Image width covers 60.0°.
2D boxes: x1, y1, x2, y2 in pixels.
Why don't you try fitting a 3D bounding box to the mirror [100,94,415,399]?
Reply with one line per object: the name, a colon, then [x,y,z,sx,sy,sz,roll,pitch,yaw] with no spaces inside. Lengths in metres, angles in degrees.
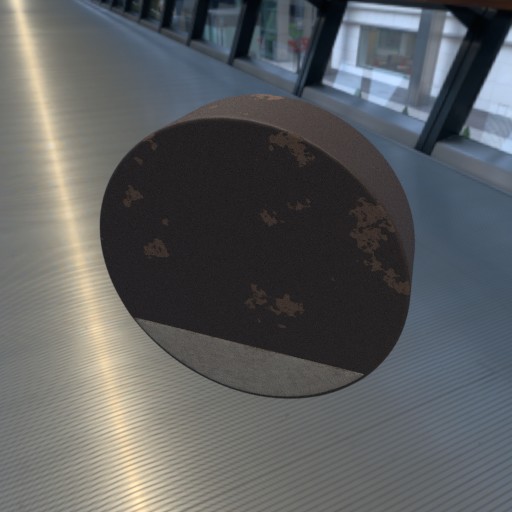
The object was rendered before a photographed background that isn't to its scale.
mirror: [0.000,0.000,0.576,0.386,0.386,0.126,11,34,16]
